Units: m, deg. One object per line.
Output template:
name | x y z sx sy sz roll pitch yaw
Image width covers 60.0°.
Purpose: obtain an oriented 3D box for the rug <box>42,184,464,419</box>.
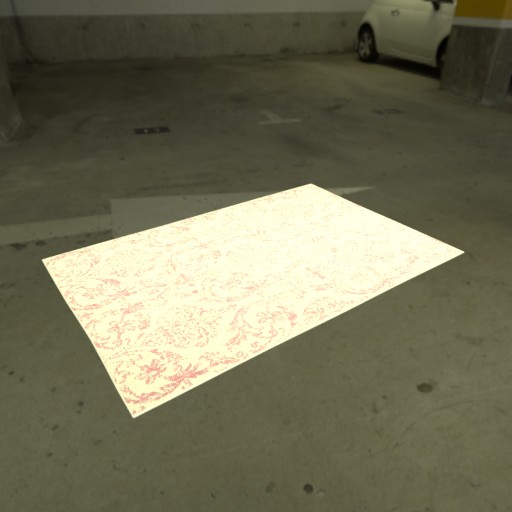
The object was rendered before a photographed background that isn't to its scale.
rug | 0.000 0.000 3.448 2.746 0.018 1.819 -20 36 -30
